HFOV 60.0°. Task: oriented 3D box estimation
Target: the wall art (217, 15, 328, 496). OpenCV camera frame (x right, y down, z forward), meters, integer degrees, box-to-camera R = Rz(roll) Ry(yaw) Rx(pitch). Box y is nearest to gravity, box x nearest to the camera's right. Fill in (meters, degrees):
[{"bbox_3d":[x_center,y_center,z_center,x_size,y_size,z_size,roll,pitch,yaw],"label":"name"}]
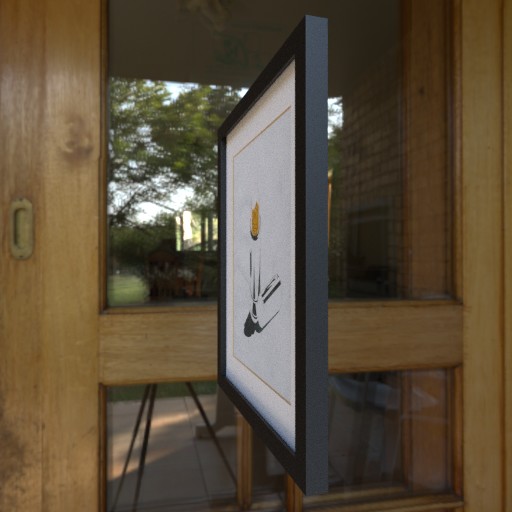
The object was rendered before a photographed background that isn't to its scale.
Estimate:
[{"bbox_3d":[0.000,0.000,0.511,0.019,0.381,0.330,0,0,-17],"label":"wall art"}]
